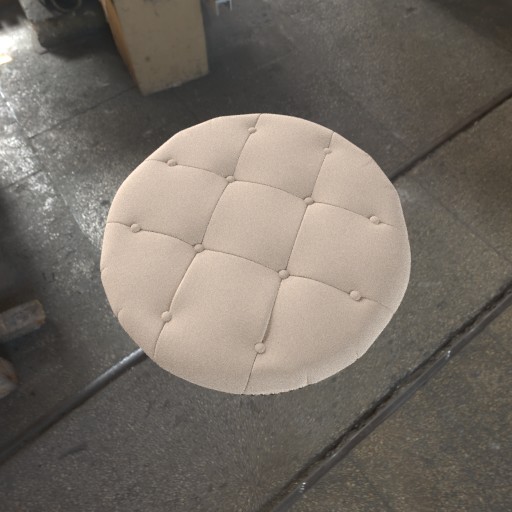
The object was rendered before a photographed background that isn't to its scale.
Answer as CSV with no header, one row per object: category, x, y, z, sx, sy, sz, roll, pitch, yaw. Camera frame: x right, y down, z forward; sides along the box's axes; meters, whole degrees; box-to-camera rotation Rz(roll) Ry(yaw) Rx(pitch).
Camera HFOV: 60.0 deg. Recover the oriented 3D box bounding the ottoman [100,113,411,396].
ottoman,0.000,0.000,1.407,0.901,0.439,0.901,0,62,0
